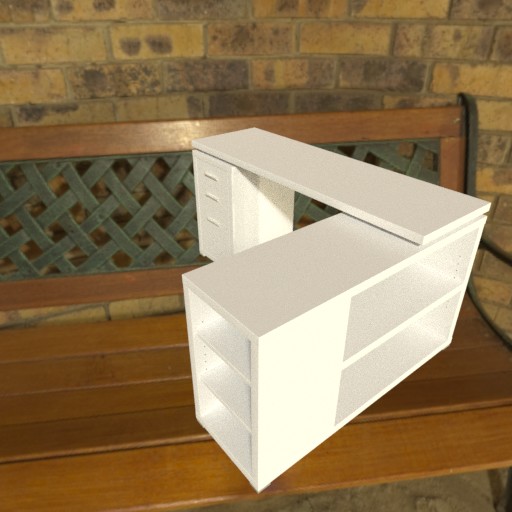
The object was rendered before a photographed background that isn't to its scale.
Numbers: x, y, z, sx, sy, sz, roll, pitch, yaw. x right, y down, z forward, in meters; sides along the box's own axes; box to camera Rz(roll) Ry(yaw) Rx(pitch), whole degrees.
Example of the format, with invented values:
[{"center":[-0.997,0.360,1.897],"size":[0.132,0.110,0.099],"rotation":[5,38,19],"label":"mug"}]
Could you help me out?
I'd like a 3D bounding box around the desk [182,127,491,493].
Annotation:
[{"center":[0.000,0.000,2.158],"size":[1.200,0.753,1.524],"rotation":[-22,37,-33],"label":"desk"}]
